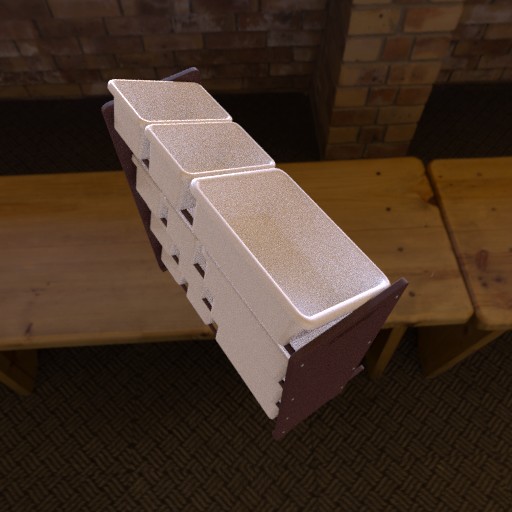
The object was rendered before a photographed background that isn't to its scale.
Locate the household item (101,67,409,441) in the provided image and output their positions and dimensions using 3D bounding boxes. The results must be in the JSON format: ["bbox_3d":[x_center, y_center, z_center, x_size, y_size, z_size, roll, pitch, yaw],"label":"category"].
[{"bbox_3d":[0.000,0.000,1.280,0.389,0.864,0.787,-31,63,-17],"label":"household item"}]
